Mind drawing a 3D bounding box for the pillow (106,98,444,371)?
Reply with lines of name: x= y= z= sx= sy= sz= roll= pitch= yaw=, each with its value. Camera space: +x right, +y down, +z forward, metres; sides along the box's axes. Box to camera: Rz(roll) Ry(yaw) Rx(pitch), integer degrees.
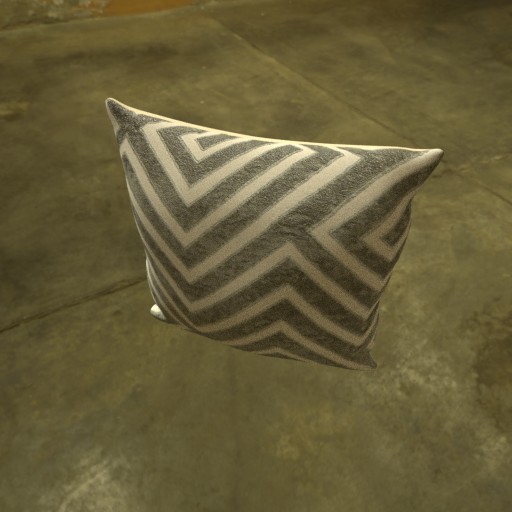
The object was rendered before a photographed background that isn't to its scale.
pillow: x=0.000 y=0.000 z=0.679 sx=0.440 sy=0.441 sz=0.182 roll=12 pitch=43 yaw=13
